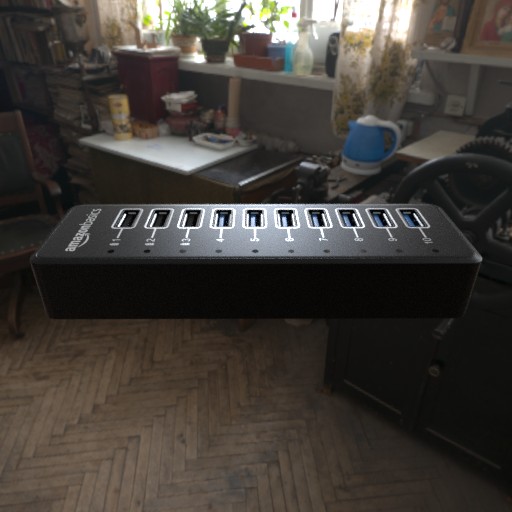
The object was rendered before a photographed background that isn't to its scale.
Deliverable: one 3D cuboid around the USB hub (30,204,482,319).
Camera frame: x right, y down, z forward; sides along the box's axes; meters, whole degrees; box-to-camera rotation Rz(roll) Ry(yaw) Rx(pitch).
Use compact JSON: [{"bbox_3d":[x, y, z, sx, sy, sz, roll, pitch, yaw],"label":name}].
[{"bbox_3d":[0.000,0.000,0.163,0.145,0.023,0.044,0,32,0],"label":"USB hub"}]
